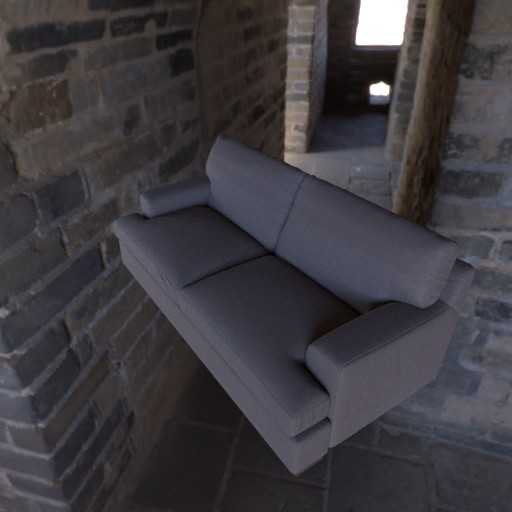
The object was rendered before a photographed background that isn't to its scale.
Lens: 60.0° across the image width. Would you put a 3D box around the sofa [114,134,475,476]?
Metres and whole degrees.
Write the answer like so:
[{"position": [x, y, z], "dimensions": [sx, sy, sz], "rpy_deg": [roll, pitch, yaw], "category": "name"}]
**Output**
[{"position": [0.000, 0.000, 2.820], "dimensions": [1.140, 0.950, 2.271], "rpy_deg": [-20, 37, -29], "category": "sofa"}]
